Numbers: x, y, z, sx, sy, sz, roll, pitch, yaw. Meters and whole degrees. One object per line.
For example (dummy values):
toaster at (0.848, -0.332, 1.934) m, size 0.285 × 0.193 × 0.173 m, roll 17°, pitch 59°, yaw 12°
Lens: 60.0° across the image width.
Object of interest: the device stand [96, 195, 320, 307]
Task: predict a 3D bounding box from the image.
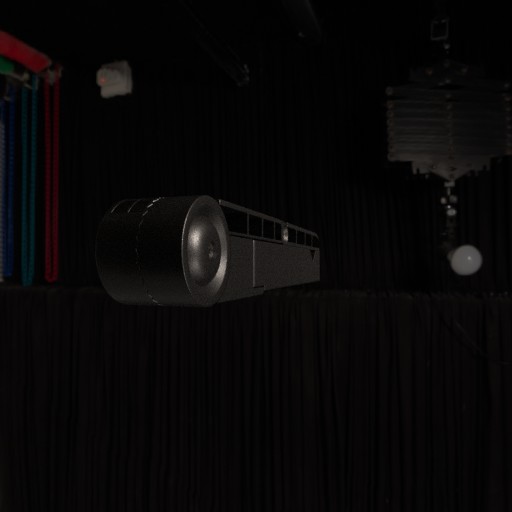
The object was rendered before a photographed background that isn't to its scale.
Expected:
device stand at (0.000, 0.000, 0.191) m, size 0.026 × 0.030 × 0.179 m, roll 0°, pitch -1°, yaw 19°
